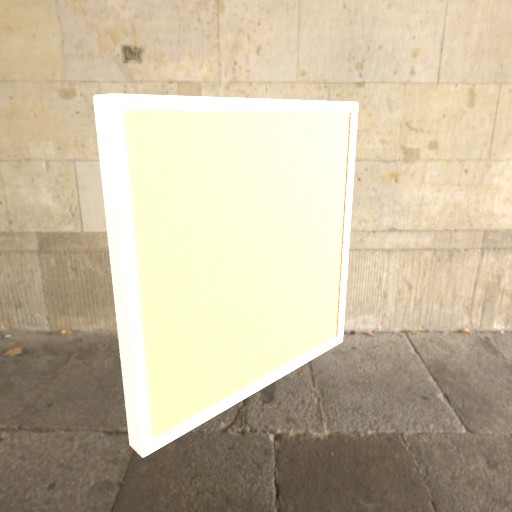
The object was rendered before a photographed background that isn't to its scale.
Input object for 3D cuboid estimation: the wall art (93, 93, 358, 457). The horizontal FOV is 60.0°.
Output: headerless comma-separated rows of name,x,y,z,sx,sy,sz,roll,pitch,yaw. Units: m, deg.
wall art,0.000,0.000,0.761,0.508,0.508,0.038,-17,24,-42
